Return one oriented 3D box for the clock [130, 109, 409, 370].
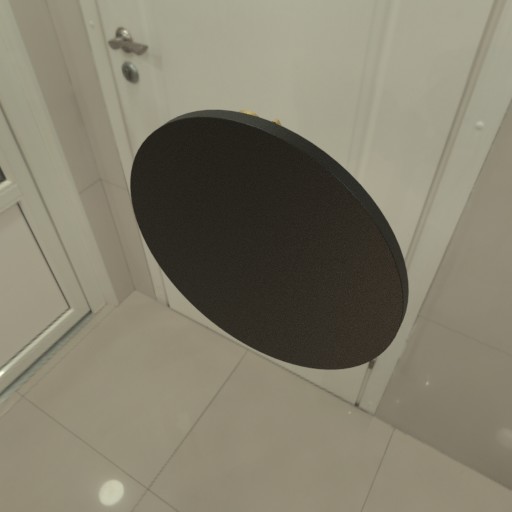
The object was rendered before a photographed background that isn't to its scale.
[{"bbox_3d":[0.000,0.000,0.666,0.454,0.454,0.038,24,51,21],"label":"clock"}]
